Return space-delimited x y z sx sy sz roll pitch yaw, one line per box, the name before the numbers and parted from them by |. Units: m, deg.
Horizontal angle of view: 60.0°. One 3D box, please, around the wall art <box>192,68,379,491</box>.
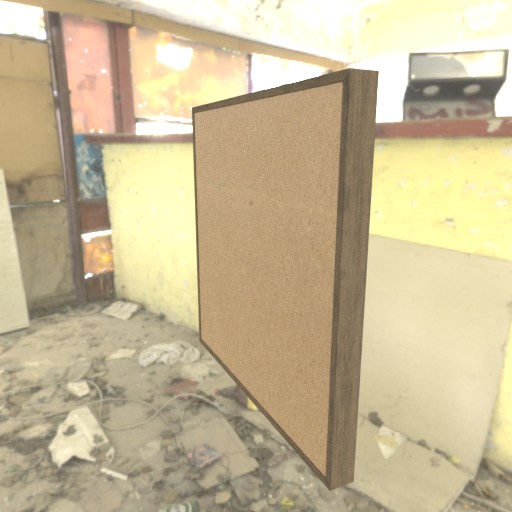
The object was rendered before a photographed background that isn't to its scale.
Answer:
wall art | 0.000 0.000 0.739 0.038 0.508 0.508 -7 15 -25
